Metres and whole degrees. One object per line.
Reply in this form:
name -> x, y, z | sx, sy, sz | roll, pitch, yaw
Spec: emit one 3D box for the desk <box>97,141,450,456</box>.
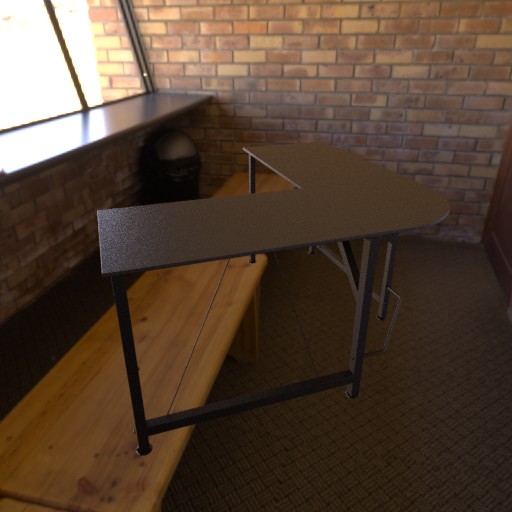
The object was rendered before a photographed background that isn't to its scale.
desk -> 0.000, 0.000, 2.211 | 1.400, 0.762, 1.400 | -9, 27, -17
